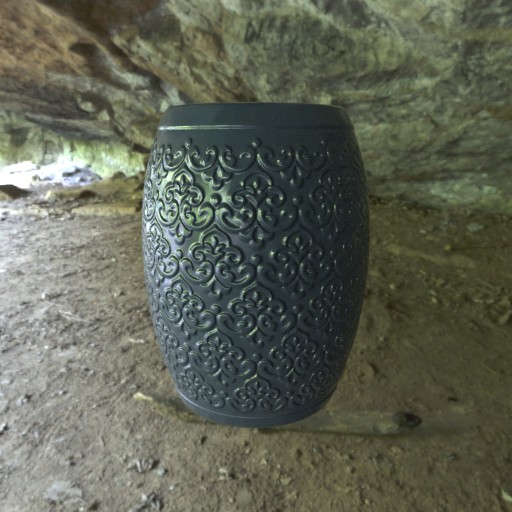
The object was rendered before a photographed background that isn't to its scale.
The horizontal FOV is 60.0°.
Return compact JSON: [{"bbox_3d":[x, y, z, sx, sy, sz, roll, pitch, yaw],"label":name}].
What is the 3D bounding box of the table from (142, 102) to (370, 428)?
[{"bbox_3d":[0.000,0.000,0.626,0.309,0.397,0.309,0,15,0],"label":"table"}]
